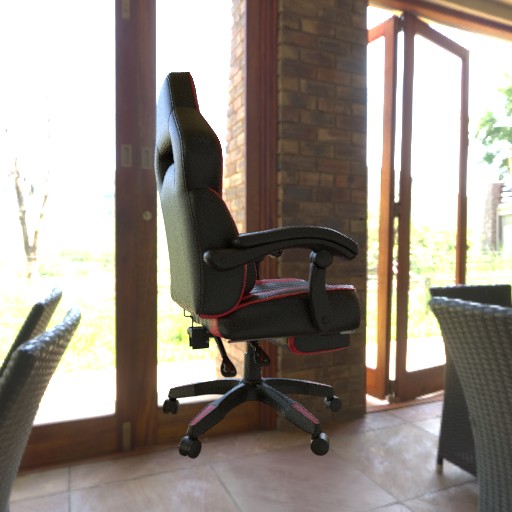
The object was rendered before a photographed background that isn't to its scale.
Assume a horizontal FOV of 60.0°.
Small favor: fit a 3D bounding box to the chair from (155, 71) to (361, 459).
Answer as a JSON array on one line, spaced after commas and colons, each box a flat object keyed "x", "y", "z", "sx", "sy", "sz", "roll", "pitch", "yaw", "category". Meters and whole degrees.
[{"x": 0.000, "y": 0.000, "z": 1.638, "sx": 0.700, "sy": 1.220, "sz": 0.700, "roll": 0, "pitch": 1, "yaw": -20, "category": "chair"}]
